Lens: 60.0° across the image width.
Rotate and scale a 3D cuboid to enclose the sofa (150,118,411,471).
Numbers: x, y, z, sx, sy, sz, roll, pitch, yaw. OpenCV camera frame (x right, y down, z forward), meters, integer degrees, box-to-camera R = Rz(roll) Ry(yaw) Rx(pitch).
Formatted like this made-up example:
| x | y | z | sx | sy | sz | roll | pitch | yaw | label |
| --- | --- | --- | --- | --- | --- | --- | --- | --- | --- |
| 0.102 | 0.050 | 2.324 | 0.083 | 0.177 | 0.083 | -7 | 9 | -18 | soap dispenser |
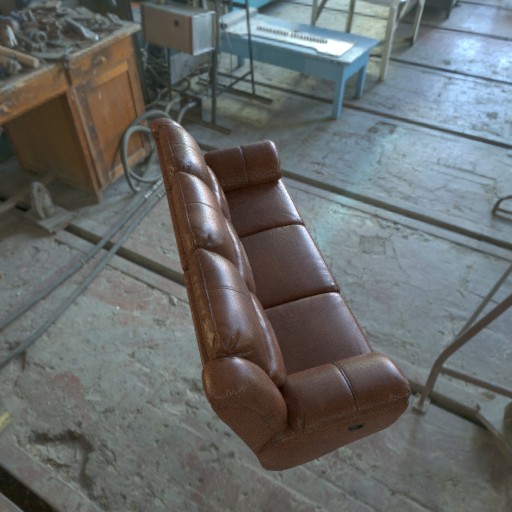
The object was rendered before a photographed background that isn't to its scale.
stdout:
| x | y | z | sx | sy | sz | roll | pitch | yaw | label |
| --- | --- | --- | --- | --- | --- | --- | --- | --- | --- |
| 0.000 | 0.000 | 2.820 | 0.991 | 1.043 | 2.337 | -11 | 46 | -11 | sofa |
